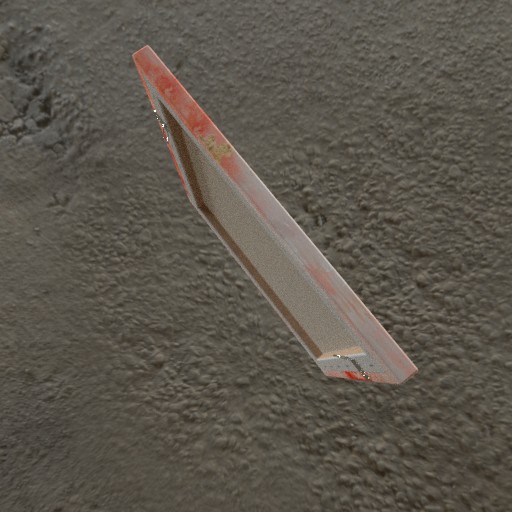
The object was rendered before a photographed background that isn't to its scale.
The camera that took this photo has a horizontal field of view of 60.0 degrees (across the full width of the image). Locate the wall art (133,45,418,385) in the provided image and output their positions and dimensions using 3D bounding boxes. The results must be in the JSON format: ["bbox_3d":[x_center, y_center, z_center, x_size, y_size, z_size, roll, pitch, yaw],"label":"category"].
[{"bbox_3d":[0.000,0.000,1.114,0.064,0.746,0.747,-37,79,-9],"label":"wall art"}]
